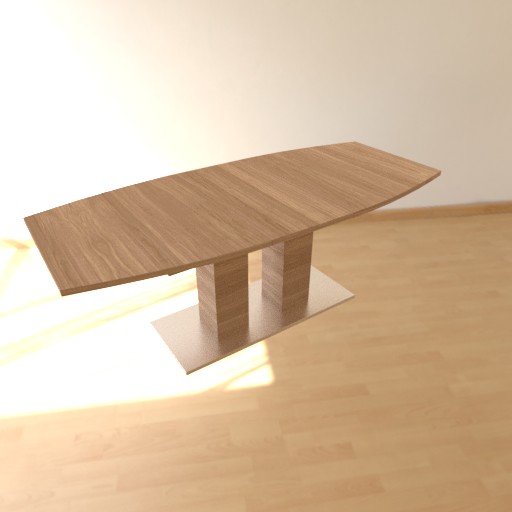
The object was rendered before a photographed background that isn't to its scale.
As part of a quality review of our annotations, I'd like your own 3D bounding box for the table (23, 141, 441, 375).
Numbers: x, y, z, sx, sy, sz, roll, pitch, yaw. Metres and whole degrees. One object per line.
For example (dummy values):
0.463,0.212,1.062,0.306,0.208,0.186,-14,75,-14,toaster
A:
0.000,0.000,2.398,2.032,0.750,0.900,-19,36,-29,table
